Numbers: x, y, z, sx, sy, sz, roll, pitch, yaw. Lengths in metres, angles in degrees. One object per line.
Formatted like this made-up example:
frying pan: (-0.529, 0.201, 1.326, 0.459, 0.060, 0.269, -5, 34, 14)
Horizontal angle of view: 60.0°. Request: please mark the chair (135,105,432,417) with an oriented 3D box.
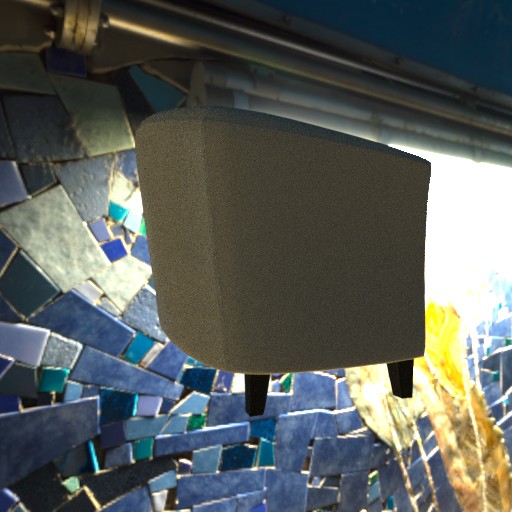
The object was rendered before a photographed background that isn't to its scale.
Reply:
chair: (0.000, 0.000, 1.387, 0.727, 0.756, 0.792, 0, 0, -18)
